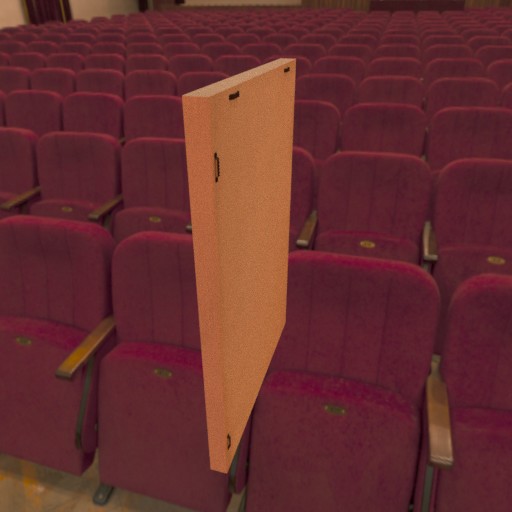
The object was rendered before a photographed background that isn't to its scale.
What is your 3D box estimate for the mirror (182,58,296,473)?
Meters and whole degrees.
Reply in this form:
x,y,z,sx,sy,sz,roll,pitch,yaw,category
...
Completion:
x,y,z,sx,sy,sz,roll,pitch,yaw,category
0.000,0.000,0.921,0.040,0.710,0.507,8,30,14,mirror
